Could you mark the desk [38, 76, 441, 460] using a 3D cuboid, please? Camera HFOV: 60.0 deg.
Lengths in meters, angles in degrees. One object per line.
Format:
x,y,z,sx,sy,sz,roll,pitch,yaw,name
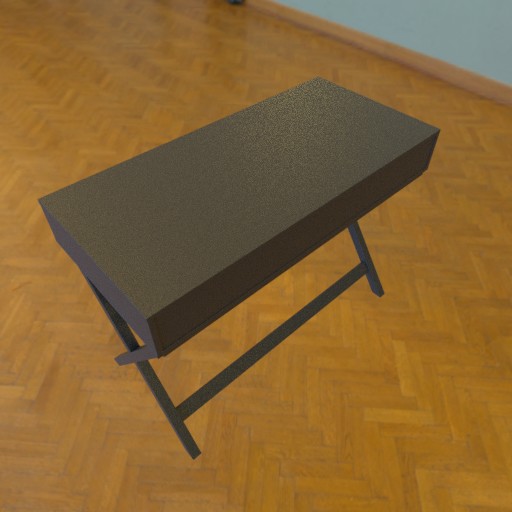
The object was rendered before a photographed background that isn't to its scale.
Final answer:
0.000,0.000,1.525,1.057,0.780,0.525,-33,54,-28,desk
